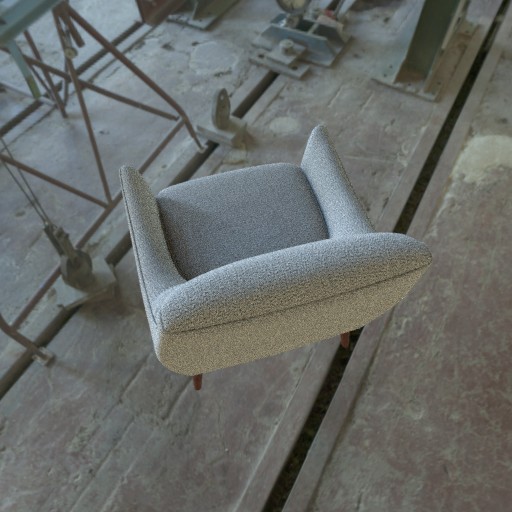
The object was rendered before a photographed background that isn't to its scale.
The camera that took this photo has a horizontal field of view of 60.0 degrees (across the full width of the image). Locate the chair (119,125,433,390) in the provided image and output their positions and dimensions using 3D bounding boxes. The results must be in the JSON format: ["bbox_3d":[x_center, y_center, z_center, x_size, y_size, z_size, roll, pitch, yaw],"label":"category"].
[{"bbox_3d":[0.000,0.000,1.468,0.762,0.838,0.787,-14,57,-9],"label":"chair"}]
